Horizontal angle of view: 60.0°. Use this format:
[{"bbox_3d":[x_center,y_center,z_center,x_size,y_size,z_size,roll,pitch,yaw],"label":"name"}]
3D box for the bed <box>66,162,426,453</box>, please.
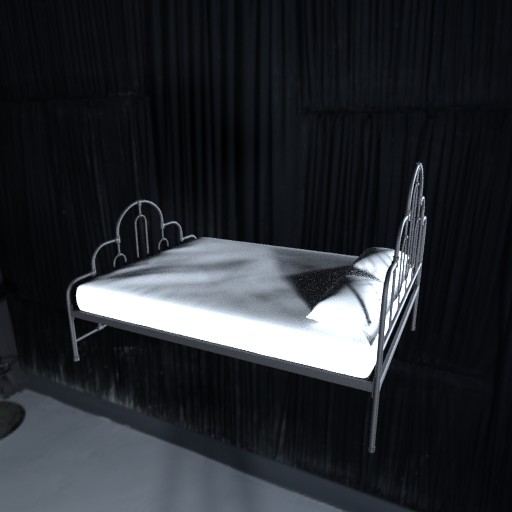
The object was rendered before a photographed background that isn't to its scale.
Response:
[{"bbox_3d":[0.000,0.000,3.257,2.163,1.429,1.640,8,18,25],"label":"bed"}]
